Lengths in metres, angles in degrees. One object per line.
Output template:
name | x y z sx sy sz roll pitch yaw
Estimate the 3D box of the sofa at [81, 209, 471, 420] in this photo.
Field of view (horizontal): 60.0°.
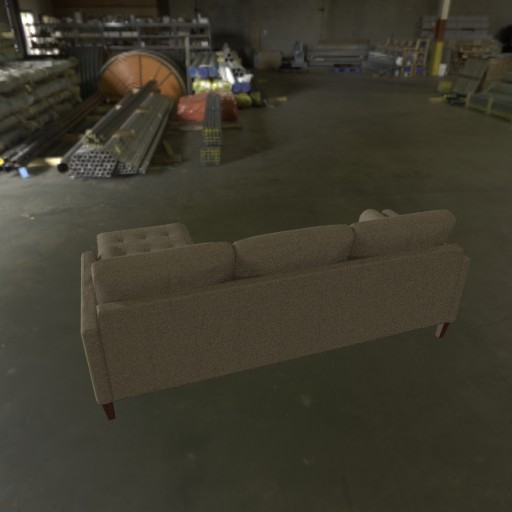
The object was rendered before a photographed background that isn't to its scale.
sofa | 0.000 0.000 2.987 2.178 0.875 1.506 -9 29 -17
